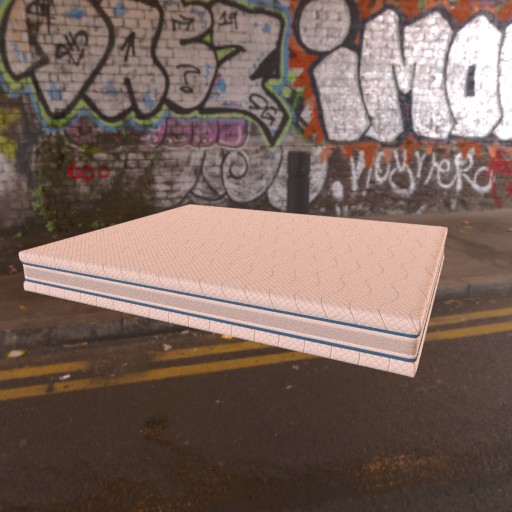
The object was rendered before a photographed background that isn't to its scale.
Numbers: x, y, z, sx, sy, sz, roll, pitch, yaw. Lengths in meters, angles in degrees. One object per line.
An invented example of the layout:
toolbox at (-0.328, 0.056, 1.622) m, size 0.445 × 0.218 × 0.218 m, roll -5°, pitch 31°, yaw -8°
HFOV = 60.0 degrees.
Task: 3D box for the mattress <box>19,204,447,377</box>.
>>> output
mattress at (0.000, 0.000, 2.628) m, size 2.000 × 0.230 × 1.600 m, roll 8°, pitch 18°, yaw 24°
